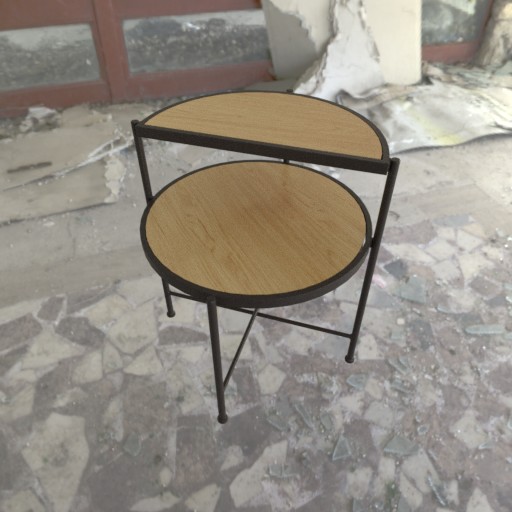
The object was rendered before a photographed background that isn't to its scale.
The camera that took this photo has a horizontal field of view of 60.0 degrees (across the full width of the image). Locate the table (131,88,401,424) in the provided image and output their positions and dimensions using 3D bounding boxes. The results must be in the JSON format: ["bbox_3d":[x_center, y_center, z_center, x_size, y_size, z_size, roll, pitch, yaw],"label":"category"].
[{"bbox_3d":[0.000,0.000,1.199,0.629,0.684,0.628,12,43,13],"label":"table"}]
